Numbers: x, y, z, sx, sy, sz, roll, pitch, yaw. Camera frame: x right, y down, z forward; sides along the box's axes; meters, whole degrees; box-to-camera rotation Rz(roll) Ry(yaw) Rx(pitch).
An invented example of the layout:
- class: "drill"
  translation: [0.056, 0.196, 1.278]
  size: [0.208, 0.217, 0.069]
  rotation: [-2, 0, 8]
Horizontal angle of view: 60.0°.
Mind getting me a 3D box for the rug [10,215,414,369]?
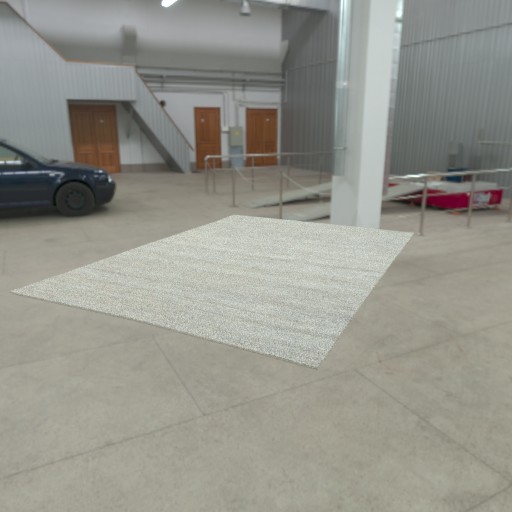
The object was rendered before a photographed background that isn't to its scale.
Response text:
- class: "rug"
  translation: [0.000, 0.000, 2.833]
  size: [1.624, 0.030, 2.264]
  rotation: [8, 18, 26]
